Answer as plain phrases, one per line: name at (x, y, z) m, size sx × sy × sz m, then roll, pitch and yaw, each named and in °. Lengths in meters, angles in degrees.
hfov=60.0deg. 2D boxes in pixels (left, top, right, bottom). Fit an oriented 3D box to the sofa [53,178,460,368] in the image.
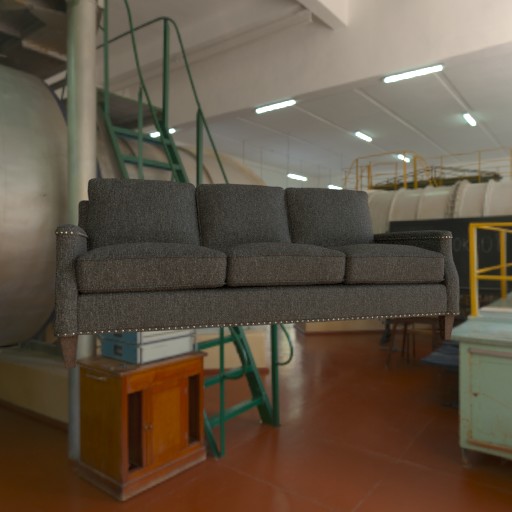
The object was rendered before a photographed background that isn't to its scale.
sofa at (0.000, 0.000, 2.802) m, size 2.246 × 1.003 × 1.084 m, roll 0°, pitch 1°, yaw -18°
